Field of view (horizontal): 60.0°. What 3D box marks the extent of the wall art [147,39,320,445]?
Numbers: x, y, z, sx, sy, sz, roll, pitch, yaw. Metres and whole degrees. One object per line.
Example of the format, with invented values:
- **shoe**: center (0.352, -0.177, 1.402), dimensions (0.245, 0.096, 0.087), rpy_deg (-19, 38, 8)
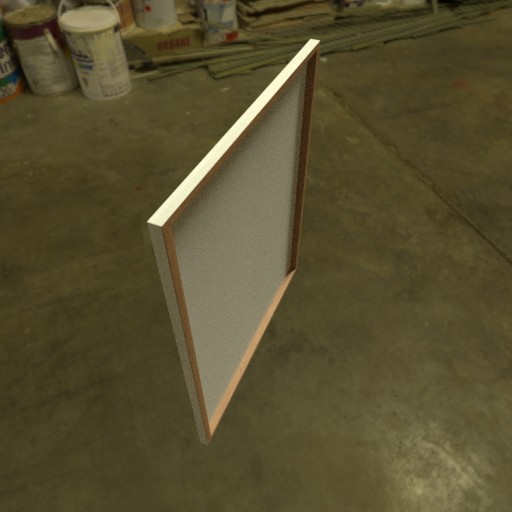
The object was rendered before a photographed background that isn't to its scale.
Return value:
- **wall art**: center (0.000, 0.000, 0.983), dimensions (0.021, 0.710, 0.609), rpy_deg (18, 49, 16)
